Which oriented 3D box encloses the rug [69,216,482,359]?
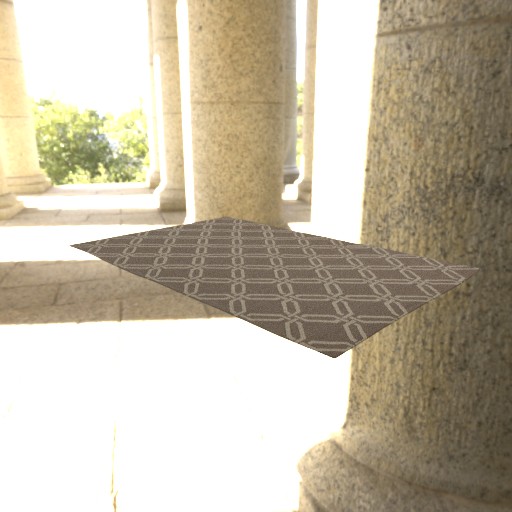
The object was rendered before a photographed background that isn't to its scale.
[{"bbox_3d":[0.000,0.000,2.190,1.748,0.010,1.142,15,22,43],"label":"rug"}]
